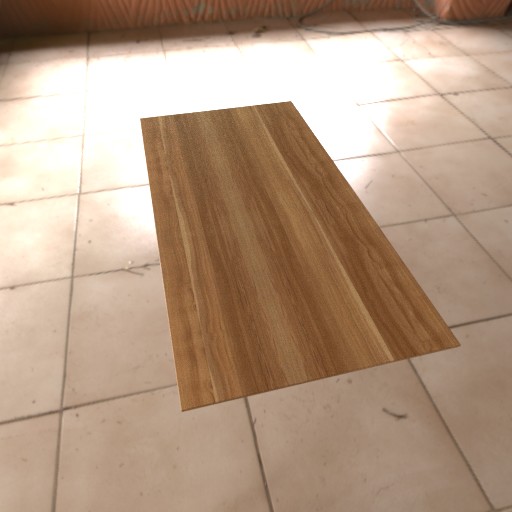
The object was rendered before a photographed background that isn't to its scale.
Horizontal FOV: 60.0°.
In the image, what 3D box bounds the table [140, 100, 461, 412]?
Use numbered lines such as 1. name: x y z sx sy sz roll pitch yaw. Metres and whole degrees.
1. table: 0.000 0.000 2.454 1.000 0.770 2.000 -10 45 -10
